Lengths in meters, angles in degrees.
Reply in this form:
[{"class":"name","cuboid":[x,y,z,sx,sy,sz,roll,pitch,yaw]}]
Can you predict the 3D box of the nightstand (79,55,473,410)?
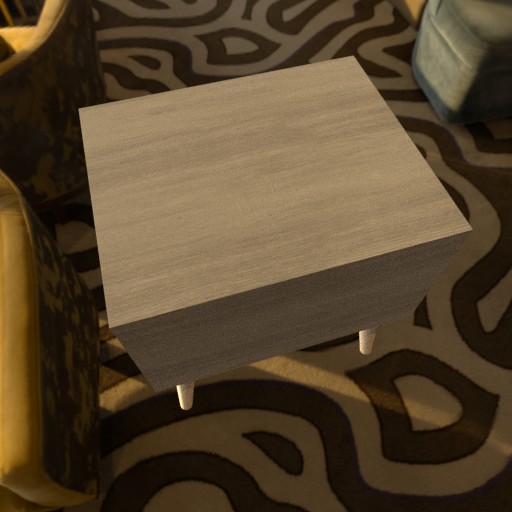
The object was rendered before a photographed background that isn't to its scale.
[{"class":"nightstand","cuboid":[0.000,0.000,0.826,0.450,0.500,0.380,-15,59,-9]}]
